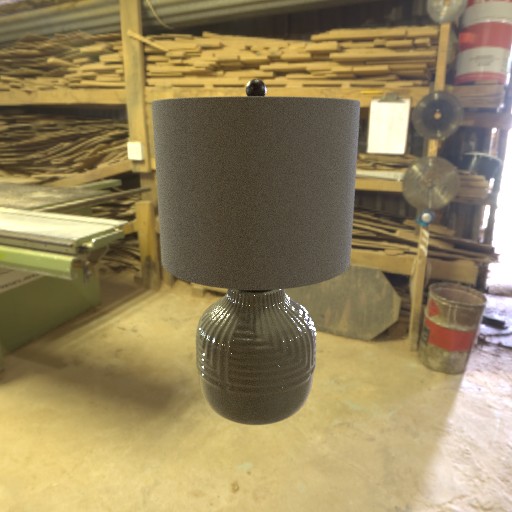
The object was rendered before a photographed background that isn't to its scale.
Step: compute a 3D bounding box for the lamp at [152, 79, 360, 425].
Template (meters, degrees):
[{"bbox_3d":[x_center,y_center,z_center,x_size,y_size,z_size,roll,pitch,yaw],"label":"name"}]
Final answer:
[{"bbox_3d":[0.000,0.000,0.762,0.318,0.567,0.318,0,17,0],"label":"lamp"}]
